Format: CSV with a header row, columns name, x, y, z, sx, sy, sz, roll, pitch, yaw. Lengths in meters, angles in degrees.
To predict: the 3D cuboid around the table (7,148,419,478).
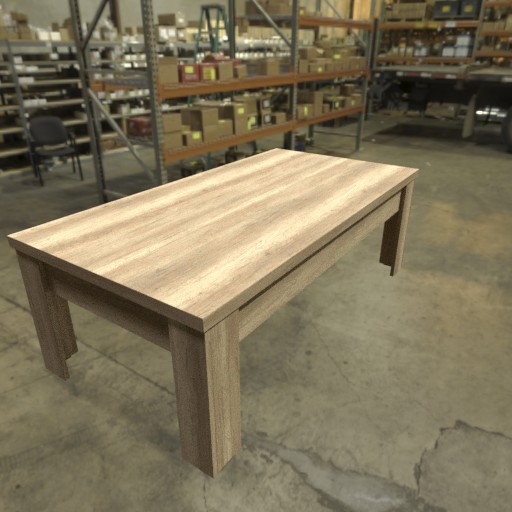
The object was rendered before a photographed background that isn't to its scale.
name,x,y,z,sx,sy,sz,roll,pitch,yaw
table,0.000,0.000,1.615,0.700,0.460,1.350,17,30,31
